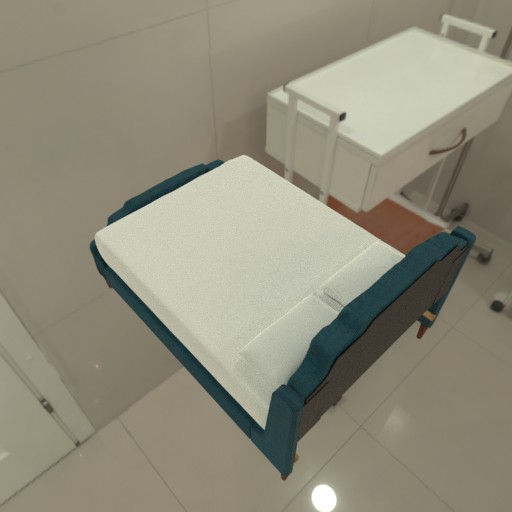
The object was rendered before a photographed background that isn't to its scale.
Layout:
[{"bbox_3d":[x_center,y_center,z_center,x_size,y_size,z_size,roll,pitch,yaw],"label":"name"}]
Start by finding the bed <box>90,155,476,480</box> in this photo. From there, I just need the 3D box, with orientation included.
[{"bbox_3d":[0.000,0.000,3.327,1.676,1.351,2.322,-34,56,-27],"label":"bed"}]
